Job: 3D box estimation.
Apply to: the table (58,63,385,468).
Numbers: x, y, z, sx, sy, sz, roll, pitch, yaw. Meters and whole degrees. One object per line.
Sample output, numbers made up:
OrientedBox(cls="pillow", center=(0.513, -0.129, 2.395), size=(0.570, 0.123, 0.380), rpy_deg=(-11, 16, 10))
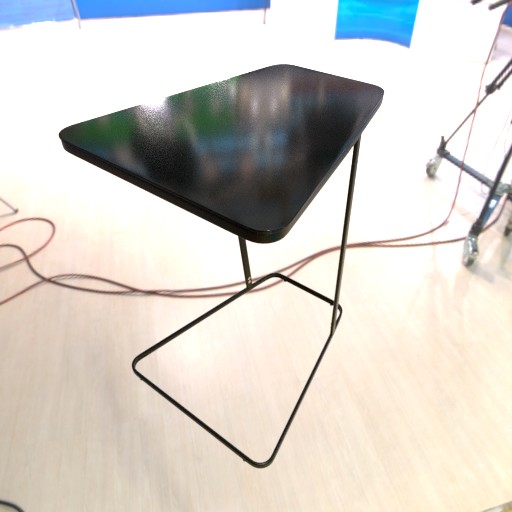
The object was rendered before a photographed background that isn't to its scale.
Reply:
OrientedBox(cls="table", center=(0.000, 0.000, 0.945), size=(0.427, 0.624, 0.500), rpy_deg=(27, 48, 27))
